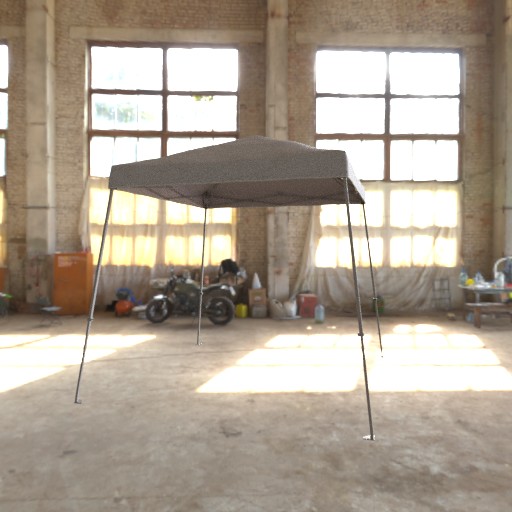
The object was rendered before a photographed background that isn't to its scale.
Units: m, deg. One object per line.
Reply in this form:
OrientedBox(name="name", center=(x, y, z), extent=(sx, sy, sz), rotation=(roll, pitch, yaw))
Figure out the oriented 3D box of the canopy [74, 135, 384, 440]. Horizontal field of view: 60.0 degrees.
OrientedBox(name="canopy", center=(0.000, 0.000, 5.249), extent=(2.848, 2.849, 2.849), rotation=(0, 1, 17))
